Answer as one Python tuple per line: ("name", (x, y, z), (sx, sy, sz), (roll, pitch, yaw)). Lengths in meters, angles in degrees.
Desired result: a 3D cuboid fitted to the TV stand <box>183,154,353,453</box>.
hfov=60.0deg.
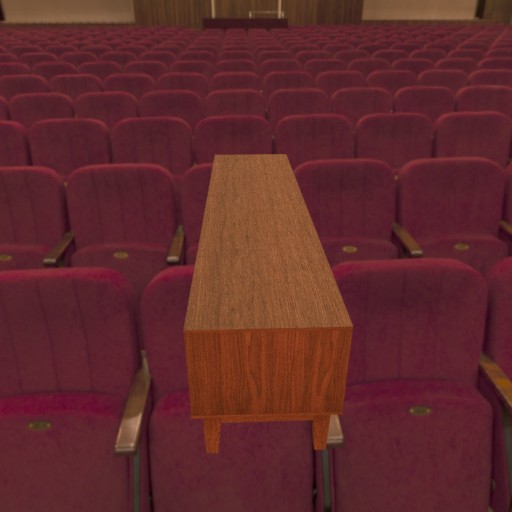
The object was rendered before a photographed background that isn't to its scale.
("TV stand", (0.000, 0.000, 1.705), (0.366, 0.409, 1.482), (-1, 27, -2))
